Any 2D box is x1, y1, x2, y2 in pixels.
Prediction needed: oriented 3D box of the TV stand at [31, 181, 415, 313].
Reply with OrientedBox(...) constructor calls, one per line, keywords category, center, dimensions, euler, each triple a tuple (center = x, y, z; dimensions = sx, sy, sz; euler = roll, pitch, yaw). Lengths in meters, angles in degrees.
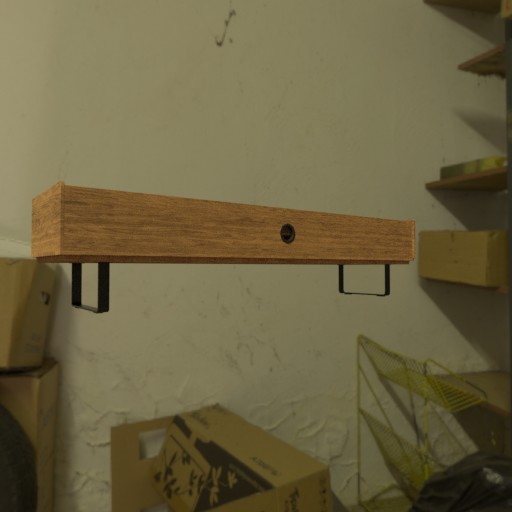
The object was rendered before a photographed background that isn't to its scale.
OrientedBox(category="TV stand", center=(0.000, 0.000, 2.043), dimensions=(1.796, 0.415, 0.467), euler=(1, -2, -37))
